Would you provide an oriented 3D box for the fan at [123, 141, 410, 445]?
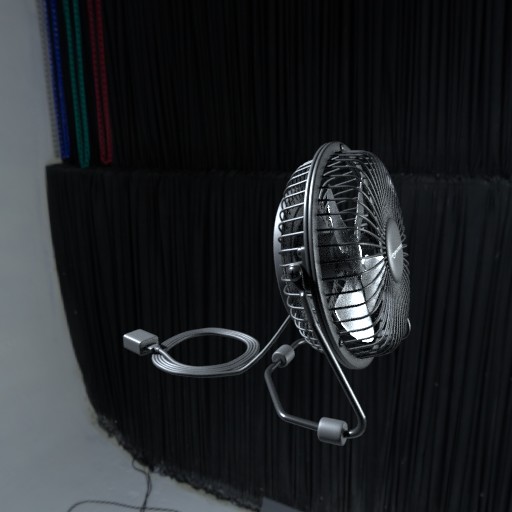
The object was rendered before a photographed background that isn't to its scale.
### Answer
[{"bbox_3d":[0.000,0.000,0.305,0.202,0.152,0.153,7,15,27],"label":"fan"}]
